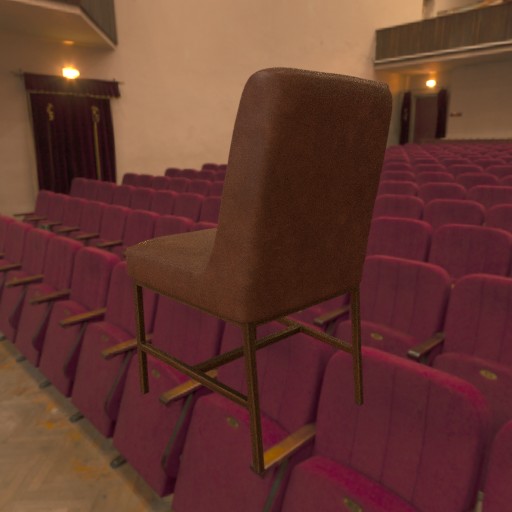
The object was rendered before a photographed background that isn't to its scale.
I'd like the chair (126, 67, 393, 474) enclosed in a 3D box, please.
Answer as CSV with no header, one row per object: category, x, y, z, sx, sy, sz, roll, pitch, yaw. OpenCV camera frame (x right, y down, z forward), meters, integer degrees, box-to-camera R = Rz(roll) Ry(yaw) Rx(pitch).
chair,0.000,0.000,1.237,0.508,0.889,0.587,-13,19,-42
